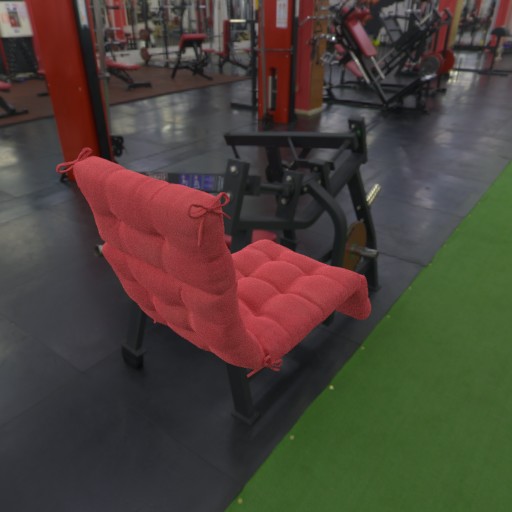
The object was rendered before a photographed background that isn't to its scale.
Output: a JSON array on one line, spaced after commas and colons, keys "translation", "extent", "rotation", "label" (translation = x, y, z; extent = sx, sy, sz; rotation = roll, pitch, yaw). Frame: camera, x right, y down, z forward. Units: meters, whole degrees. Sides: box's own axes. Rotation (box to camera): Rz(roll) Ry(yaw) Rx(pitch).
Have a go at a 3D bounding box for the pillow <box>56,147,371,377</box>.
[{"translation": [0.000, 0.000, 1.527], "extent": [0.526, 0.863, 1.016], "rotation": [22, 36, 33], "label": "pillow"}]
